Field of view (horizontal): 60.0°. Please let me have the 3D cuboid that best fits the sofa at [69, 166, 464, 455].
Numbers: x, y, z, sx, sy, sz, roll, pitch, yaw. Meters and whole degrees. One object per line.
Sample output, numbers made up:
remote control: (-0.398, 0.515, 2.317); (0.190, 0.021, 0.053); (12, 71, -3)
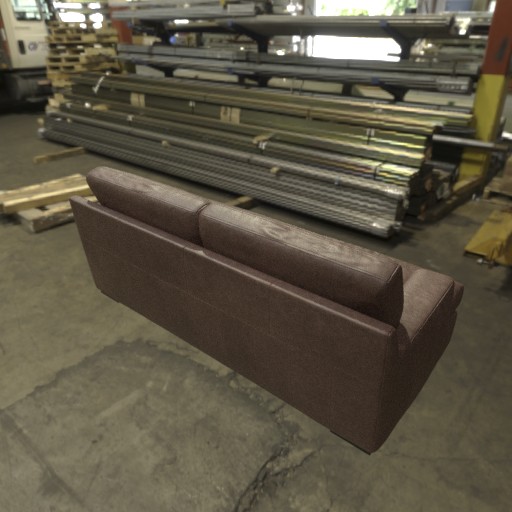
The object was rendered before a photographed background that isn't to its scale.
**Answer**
sofa: (0.000, 0.000, 2.721); (2.261, 0.941, 1.143); (22, 35, 34)
